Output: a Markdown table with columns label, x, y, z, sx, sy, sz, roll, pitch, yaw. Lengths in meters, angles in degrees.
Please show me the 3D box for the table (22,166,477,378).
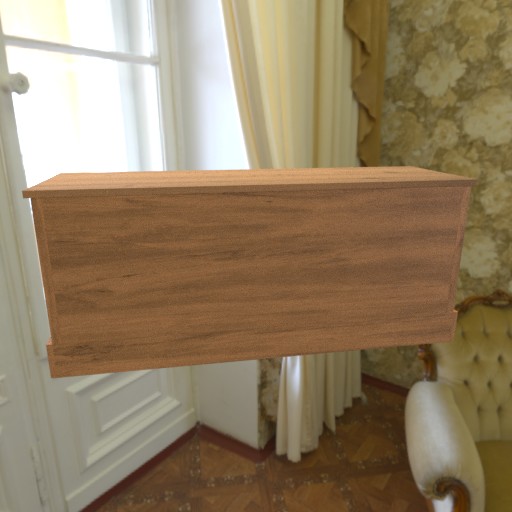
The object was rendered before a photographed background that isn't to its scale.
| label | x | y | z | sx | sy | sz | roll | pitch | yaw |
| --- | --- | --- | --- | --- | --- | --- | --- | --- | --- |
| table | 0.000 | 0.000 | 1.416 | 1.200 | 0.510 | 0.400 | -3 | 17 | -10 |
